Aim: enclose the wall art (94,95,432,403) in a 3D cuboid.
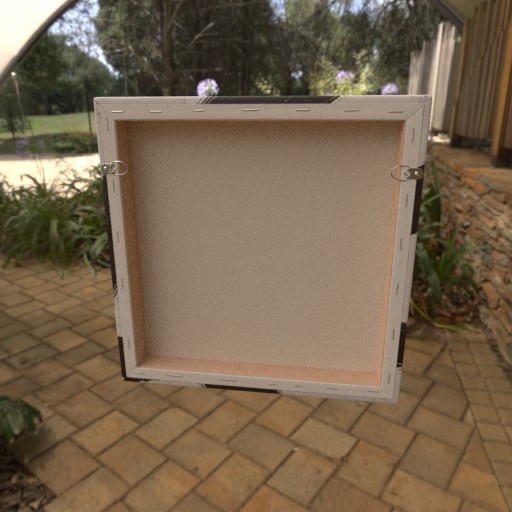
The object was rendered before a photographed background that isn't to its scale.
[{"bbox_3d":[0.000,0.000,0.750,0.507,0.508,0.050,2,17,8],"label":"wall art"}]
